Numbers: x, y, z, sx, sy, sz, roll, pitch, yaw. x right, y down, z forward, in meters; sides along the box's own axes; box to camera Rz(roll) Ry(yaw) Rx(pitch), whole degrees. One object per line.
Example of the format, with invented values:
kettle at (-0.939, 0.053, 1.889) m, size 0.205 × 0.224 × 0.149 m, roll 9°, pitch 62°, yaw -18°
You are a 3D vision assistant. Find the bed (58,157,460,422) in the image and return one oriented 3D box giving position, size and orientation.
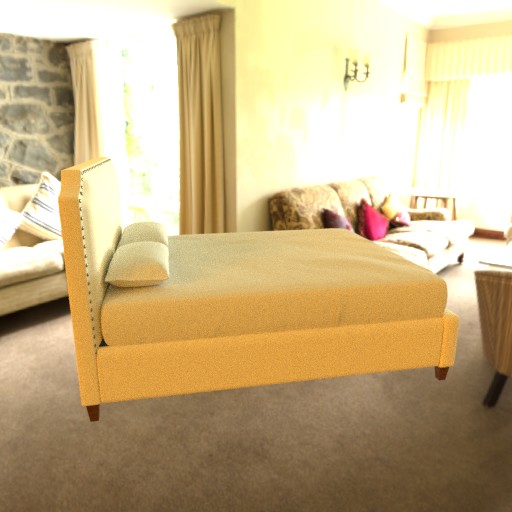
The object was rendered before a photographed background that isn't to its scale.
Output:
bed at (0.000, 0.000, 3.338) m, size 2.329 × 1.415 × 1.703 m, roll -3°, pitch 16°, yaw -11°
